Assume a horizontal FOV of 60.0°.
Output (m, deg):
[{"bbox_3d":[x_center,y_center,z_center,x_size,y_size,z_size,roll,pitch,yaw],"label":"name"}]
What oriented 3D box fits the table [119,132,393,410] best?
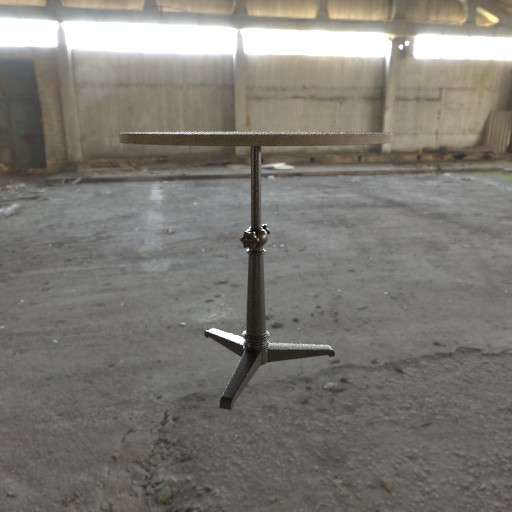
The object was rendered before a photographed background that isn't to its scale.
[{"bbox_3d":[0.000,0.000,1.455,0.800,0.780,0.800,0,16,0],"label":"table"}]
